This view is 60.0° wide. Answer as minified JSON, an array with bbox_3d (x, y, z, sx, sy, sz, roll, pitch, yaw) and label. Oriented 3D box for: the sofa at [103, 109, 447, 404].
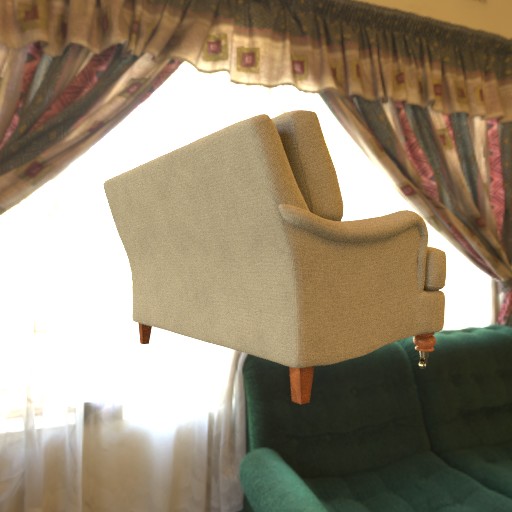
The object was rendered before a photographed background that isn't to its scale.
[{"bbox_3d":[0.000,0.000,2.208,1.087,0.999,1.480,1,-1,-37],"label":"sofa"}]
